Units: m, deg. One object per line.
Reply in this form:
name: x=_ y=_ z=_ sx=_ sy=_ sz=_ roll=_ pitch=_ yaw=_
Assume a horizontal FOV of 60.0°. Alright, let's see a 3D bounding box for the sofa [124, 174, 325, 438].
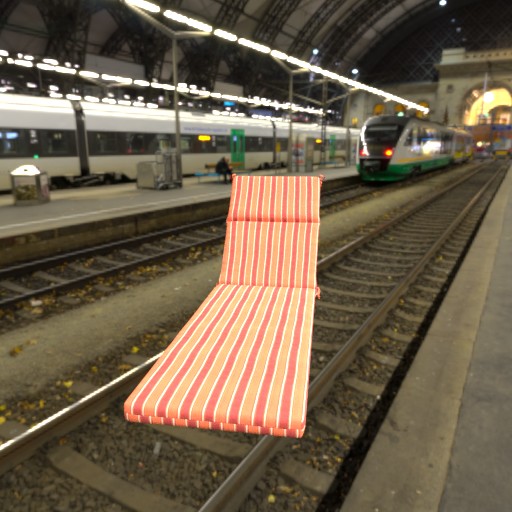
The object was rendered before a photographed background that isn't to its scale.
sofa: x=0.000 y=0.000 z=1.955 sx=0.582 sy=0.622 sz=1.663 roll=2 pitch=14 yaw=9
